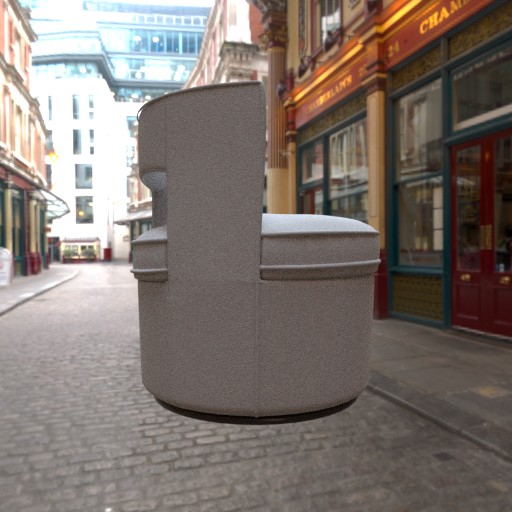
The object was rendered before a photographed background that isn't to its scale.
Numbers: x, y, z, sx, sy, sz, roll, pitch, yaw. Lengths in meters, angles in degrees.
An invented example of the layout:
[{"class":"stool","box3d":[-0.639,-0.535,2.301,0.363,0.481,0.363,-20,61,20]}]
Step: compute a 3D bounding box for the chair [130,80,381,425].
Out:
[{"class":"chair","box3d":[0.000,0.000,1.215,0.665,0.723,0.650,0,0,-19]}]
